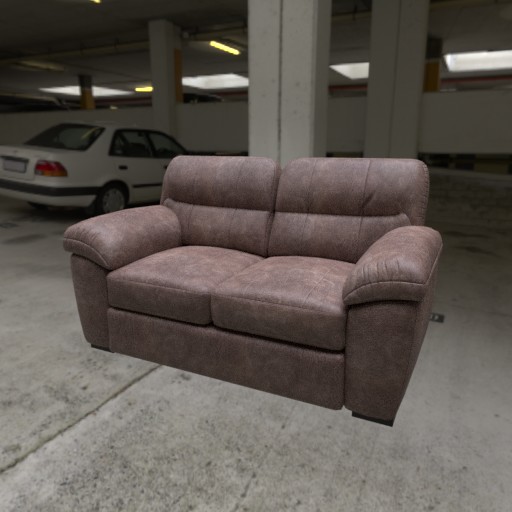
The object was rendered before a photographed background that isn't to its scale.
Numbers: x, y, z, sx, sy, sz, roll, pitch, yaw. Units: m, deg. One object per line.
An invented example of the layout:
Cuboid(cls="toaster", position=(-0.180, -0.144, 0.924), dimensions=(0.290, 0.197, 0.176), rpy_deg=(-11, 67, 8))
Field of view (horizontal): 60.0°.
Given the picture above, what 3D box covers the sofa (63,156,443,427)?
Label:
Cuboid(cls="sofa", position=(0.000, 0.000, 2.312), dimensions=(1.753, 0.991, 0.991), rpy_deg=(7, 16, 25))
